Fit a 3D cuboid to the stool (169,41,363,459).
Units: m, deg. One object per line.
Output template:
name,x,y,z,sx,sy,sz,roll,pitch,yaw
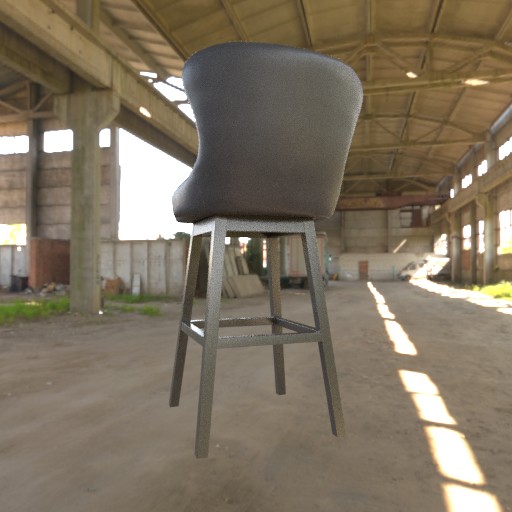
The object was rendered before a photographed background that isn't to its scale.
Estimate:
stool,0.000,0.000,1.374,0.528,1.050,0.601,0,-1,-20
